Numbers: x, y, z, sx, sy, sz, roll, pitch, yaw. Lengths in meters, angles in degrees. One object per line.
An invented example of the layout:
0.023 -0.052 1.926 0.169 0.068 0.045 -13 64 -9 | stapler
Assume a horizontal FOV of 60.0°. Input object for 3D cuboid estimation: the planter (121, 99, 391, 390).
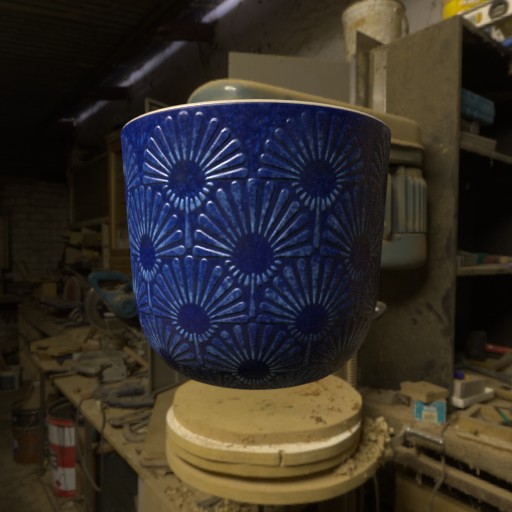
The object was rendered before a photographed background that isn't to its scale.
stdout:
0.000 0.000 0.293 0.170 0.153 0.170 0 2 0 | planter
